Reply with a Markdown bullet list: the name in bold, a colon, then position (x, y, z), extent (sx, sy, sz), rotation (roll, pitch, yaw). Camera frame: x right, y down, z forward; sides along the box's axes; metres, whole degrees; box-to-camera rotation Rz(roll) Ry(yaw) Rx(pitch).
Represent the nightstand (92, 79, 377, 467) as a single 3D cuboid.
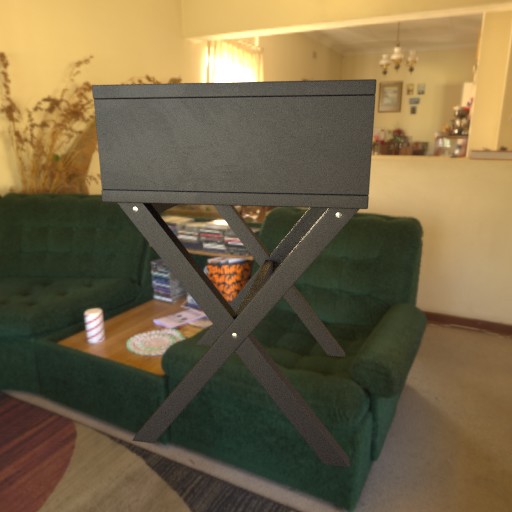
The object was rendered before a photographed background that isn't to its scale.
- **nightstand**: position (0.000, 0.000, 0.918), extent (0.402, 0.623, 0.479), rotation (3, 15, 10)
